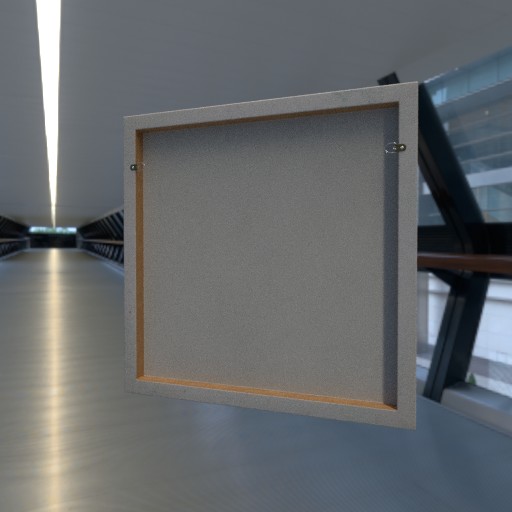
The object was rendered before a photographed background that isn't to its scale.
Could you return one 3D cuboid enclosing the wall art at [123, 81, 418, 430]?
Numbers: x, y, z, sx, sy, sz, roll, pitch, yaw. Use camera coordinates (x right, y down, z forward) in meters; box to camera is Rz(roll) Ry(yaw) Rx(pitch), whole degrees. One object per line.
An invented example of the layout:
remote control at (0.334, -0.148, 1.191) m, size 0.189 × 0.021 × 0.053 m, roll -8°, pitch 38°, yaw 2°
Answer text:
wall art at (0.000, 0.000, 0.896) m, size 0.612 × 0.612 × 0.040 m, roll 0°, pitch 1°, yaw 20°
